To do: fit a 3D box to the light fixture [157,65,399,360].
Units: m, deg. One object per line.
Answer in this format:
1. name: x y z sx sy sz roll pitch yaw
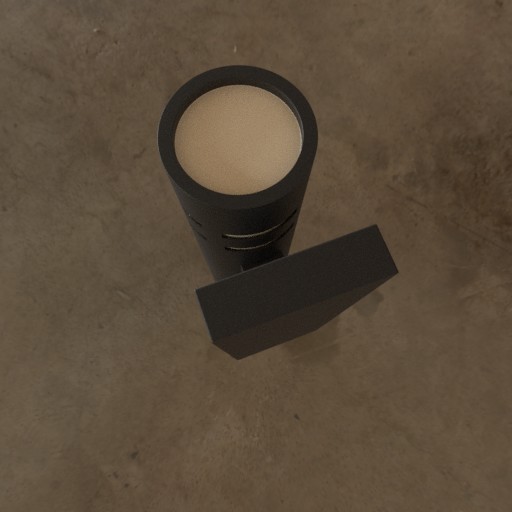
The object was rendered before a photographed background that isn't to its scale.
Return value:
1. light fixture: 0.000 0.000 0.402 0.105 0.330 0.149 -20 76 -5
